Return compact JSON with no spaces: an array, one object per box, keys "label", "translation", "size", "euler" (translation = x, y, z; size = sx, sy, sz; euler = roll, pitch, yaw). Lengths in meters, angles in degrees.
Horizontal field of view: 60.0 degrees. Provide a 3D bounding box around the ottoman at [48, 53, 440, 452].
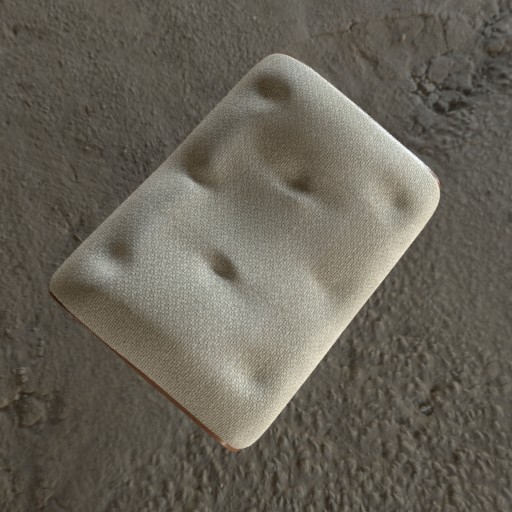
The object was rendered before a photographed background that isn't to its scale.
[{"label":"ottoman","translation":[0.000,0.000,0.800],"size":[0.394,0.391,0.520],"euler":[39,79,9]}]
